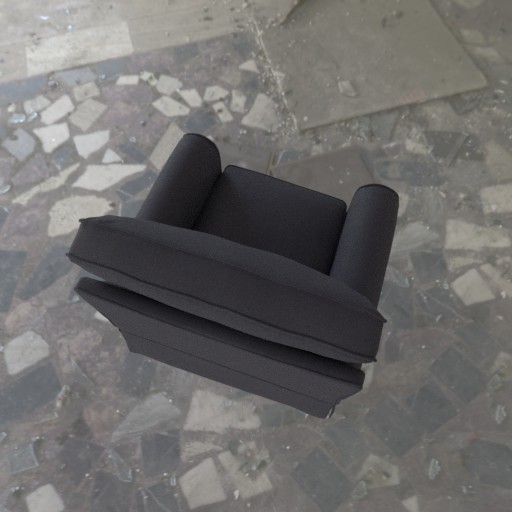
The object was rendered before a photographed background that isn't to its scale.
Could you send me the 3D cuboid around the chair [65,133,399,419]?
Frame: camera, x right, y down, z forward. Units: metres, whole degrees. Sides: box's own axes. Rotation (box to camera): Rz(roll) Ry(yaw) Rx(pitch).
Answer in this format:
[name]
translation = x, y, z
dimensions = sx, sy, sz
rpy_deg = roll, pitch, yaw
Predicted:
[chair]
translation = 0.000, 0.000, 1.973
dimensions = 1.119, 1.140, 1.002
rpy_deg = 17, 66, 8
